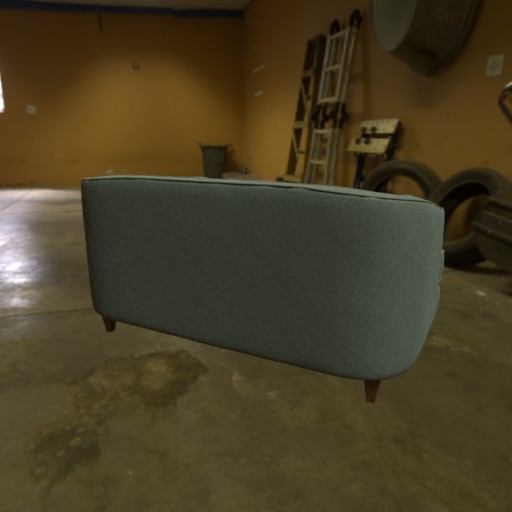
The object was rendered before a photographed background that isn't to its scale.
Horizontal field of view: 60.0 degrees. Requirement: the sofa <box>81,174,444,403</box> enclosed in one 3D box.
[{"bbox_3d":[0.000,0.000,2.284,1.733,0.855,0.941,8,17,27],"label":"sofa"}]
